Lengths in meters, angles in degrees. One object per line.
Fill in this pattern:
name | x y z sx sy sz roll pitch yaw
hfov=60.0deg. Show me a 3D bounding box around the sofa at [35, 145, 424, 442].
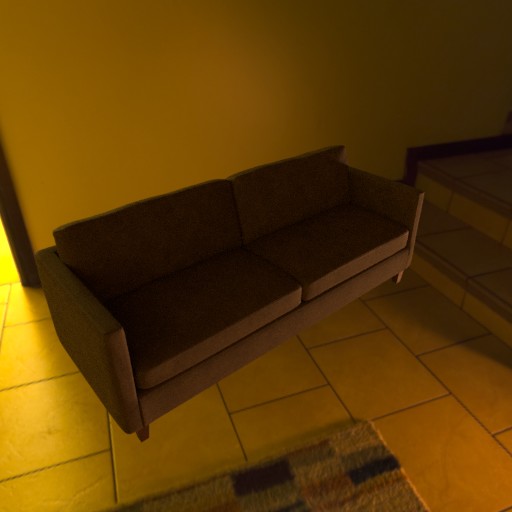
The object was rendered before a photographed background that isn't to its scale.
sofa | 0.000 0.000 2.923 2.434 0.965 0.951 -23 38 -34
